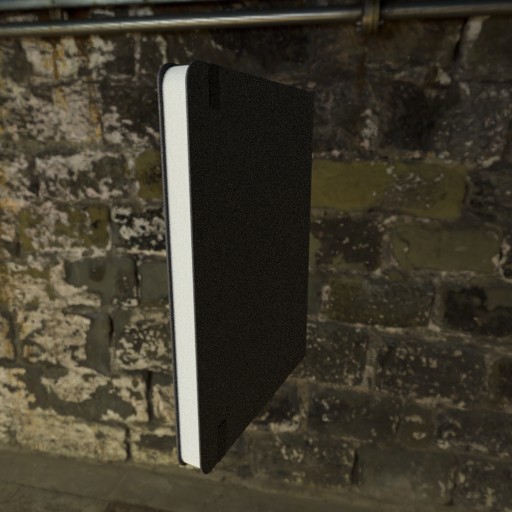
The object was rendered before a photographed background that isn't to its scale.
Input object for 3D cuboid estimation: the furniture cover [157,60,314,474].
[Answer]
[{"bbox_3d":[0.000,0.000,0.377,0.023,0.281,0.216,7,16,25],"label":"furniture cover"}]
